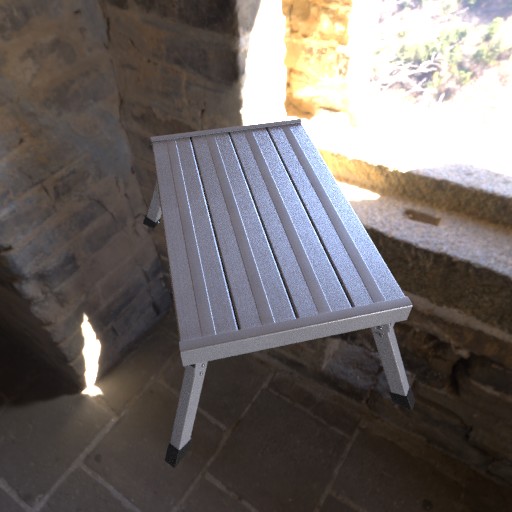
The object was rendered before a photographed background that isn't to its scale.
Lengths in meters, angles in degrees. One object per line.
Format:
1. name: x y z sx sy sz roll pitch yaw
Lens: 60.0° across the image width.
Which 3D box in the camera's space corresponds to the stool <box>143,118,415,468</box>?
1. stool: 0.000 0.000 0.745 0.385 0.225 0.535 -10 47 -9
